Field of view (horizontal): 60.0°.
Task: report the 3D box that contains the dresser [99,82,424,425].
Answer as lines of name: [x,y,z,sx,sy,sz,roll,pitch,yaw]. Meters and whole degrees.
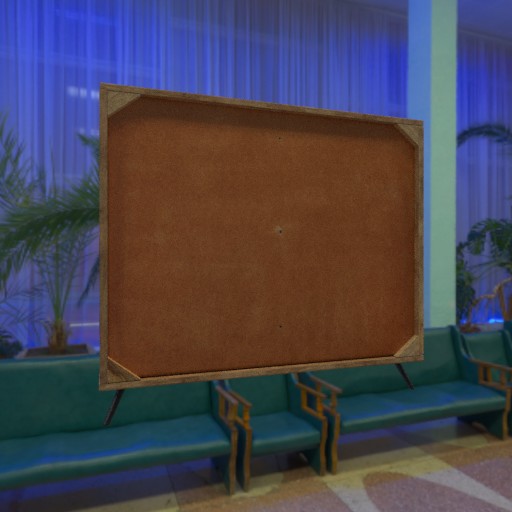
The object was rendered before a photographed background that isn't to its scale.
dresser: [0.000,0.000,1.444,0.967,0.847,0.446,0,0,-19]
